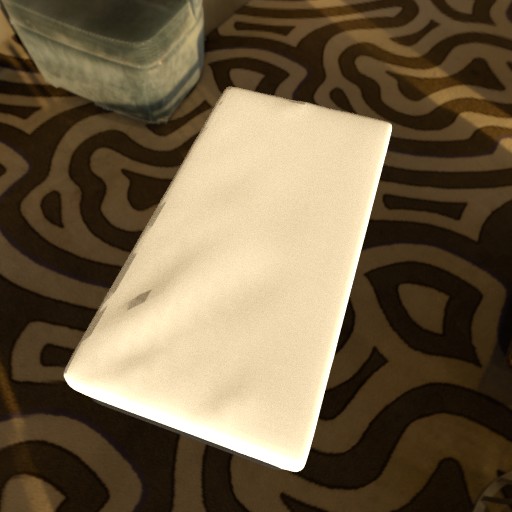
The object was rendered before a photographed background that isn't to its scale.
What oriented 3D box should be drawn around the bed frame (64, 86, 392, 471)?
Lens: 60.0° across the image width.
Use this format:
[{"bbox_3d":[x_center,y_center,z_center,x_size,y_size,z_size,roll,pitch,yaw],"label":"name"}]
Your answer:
[{"bbox_3d":[0.000,0.000,2.364,1.025,0.640,1.908,16,60,10],"label":"bed frame"}]
